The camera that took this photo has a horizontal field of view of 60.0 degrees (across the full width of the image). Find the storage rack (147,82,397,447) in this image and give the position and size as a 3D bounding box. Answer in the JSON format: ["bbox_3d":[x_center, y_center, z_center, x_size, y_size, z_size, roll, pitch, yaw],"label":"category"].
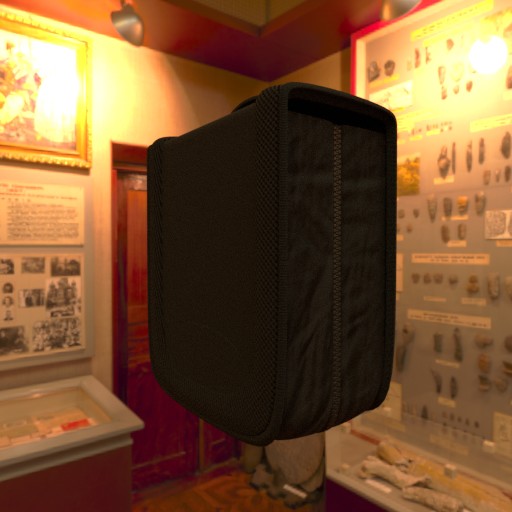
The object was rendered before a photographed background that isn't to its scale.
[{"bbox_3d":[0.000,0.000,0.551,0.168,0.387,0.297,-1,2,-37],"label":"storage rack"}]
